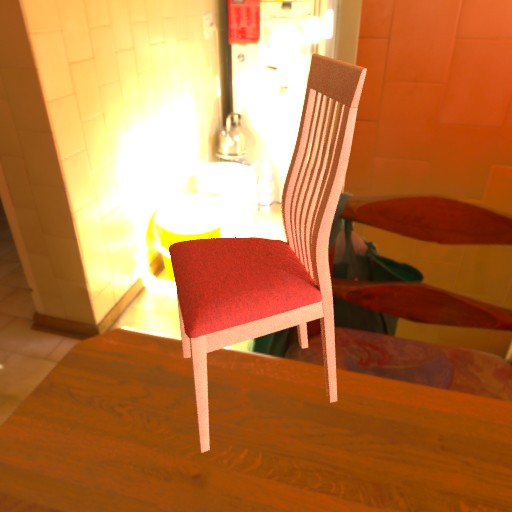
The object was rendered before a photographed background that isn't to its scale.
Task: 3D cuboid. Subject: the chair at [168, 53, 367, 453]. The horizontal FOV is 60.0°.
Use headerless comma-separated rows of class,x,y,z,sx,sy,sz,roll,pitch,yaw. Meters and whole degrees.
chair,0.000,0.000,1.276,0.474,1.027,0.460,-8,32,-13
